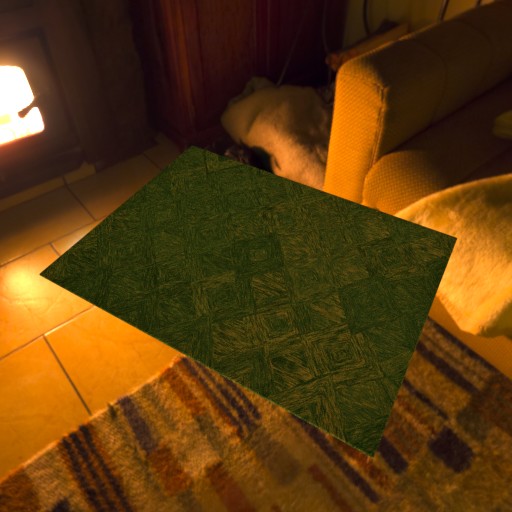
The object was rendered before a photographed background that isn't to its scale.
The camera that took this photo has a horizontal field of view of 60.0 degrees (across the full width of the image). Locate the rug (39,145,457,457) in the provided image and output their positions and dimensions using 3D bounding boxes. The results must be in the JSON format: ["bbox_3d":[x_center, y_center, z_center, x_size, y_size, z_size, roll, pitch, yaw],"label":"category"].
[{"bbox_3d":[0.000,0.000,4.232,3.217,0.027,2.405,23,52,20],"label":"rug"}]
